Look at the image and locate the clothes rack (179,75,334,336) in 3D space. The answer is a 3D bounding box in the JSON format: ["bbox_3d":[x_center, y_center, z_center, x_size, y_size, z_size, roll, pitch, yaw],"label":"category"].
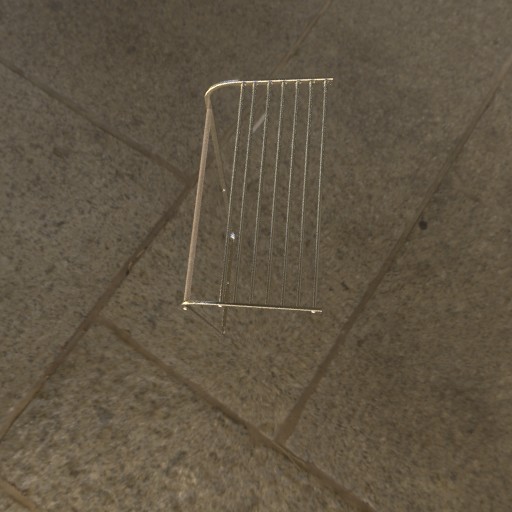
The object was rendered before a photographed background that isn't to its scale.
[{"bbox_3d":[0.000,0.000,1.831,0.349,1.574,0.609,5,77,1],"label":"clothes rack"}]
